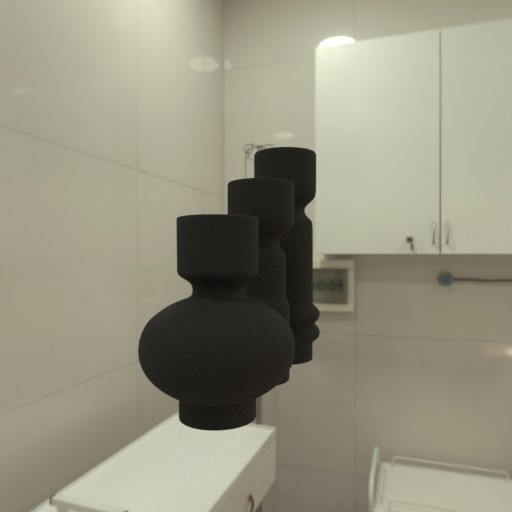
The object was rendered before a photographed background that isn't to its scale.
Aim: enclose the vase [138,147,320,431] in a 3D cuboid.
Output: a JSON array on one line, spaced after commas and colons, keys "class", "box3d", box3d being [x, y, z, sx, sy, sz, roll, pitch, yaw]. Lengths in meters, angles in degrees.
[{"class": "vase", "box3d": [0.000, 0.000, 0.433, 0.120, 0.249, 0.307, 0, 0, 18]}]
